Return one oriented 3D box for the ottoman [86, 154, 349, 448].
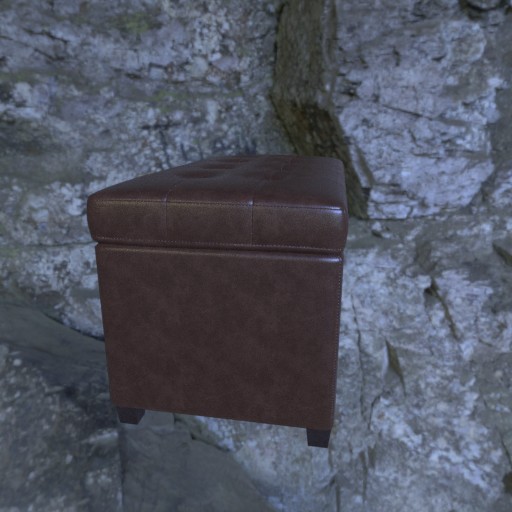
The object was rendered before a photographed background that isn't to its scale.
[{"bbox_3d":[0.000,0.000,1.137,0.432,0.470,0.838,3,17,10],"label":"ottoman"}]
